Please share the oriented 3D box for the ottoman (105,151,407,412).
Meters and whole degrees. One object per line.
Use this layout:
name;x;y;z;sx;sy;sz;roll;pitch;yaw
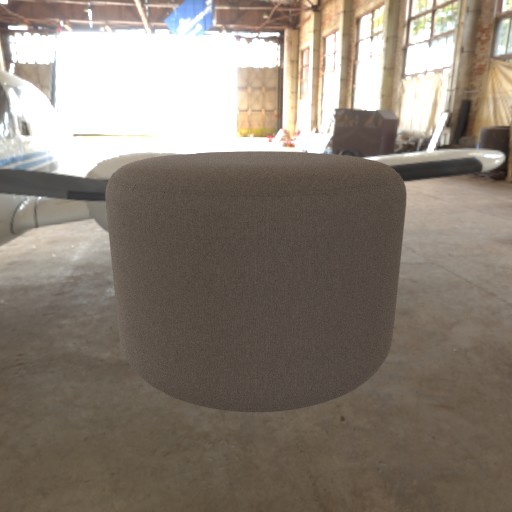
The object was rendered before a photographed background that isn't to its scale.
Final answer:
ottoman;0.000;0.000;0.982;0.608;0.433;0.608;0;17;0
